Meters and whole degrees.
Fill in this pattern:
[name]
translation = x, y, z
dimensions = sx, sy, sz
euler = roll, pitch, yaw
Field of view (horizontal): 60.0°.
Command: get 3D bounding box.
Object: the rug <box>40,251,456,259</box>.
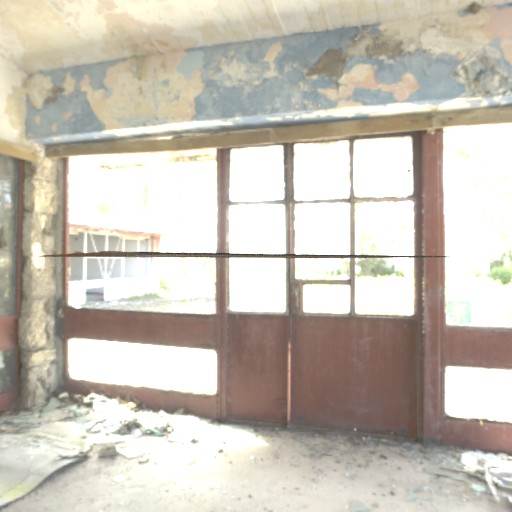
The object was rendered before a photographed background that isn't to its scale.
[rug]
translation = 0.000, 0.000, 1.870
dimensions = 1.541, 0.013, 0.920
euler = 1, -1, -36
